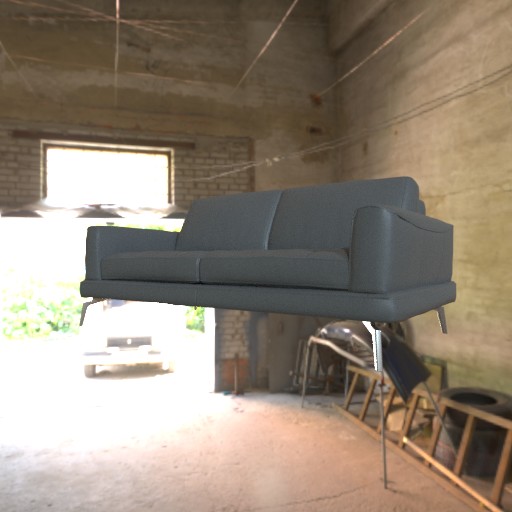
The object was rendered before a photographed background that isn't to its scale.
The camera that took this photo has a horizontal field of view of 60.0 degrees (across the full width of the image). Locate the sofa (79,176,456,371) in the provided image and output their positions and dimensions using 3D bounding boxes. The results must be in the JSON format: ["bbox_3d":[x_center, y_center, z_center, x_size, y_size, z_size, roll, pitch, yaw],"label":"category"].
[{"bbox_3d":[0.000,0.000,2.770,2.177,0.930,1.121,0,-1,36],"label":"sofa"}]
